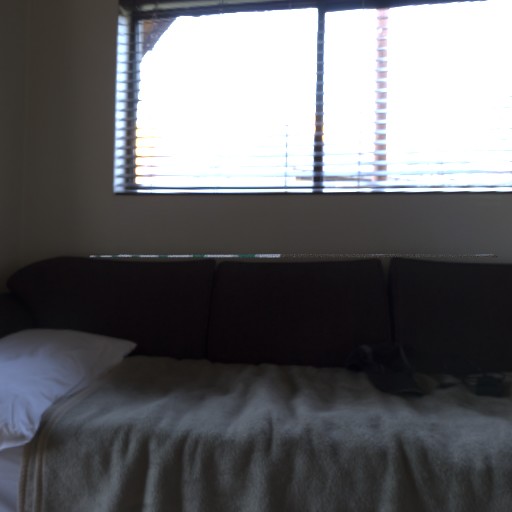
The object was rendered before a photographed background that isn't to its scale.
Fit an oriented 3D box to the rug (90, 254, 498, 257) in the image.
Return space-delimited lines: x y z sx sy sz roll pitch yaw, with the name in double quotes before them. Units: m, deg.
"rug" 0.000 0.000 2.976 1.521 0.015 2.436 0 0 -35
